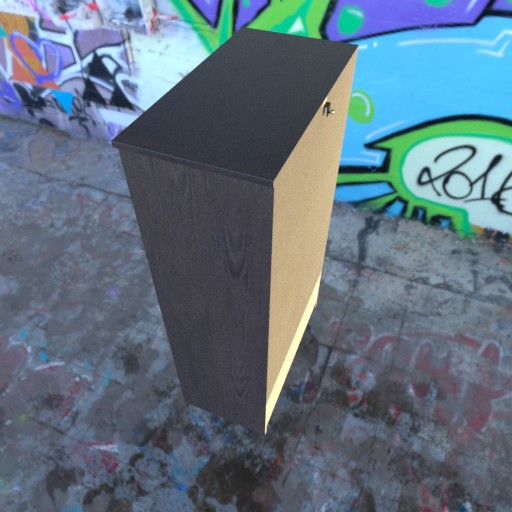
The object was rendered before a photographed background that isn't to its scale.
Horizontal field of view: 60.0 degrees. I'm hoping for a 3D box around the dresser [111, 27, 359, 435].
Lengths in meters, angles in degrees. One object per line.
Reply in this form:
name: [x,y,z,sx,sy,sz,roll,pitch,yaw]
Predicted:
dresser: [0.000,0.000,1.574,0.418,1.254,0.704,17,49,15]
